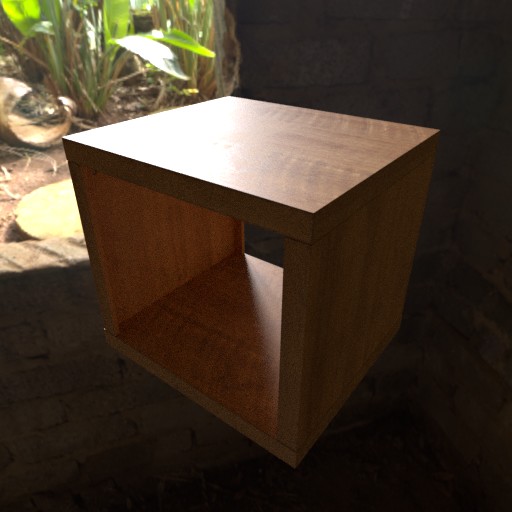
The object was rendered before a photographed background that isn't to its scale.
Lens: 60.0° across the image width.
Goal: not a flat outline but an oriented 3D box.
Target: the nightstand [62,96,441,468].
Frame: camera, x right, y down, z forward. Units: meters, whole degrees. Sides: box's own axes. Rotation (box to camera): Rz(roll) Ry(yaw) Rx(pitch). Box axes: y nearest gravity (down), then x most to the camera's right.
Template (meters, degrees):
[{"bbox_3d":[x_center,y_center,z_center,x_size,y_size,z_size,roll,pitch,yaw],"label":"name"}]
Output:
[{"bbox_3d":[0.000,0.000,0.887,0.493,0.491,0.436,21,37,31],"label":"nightstand"}]
